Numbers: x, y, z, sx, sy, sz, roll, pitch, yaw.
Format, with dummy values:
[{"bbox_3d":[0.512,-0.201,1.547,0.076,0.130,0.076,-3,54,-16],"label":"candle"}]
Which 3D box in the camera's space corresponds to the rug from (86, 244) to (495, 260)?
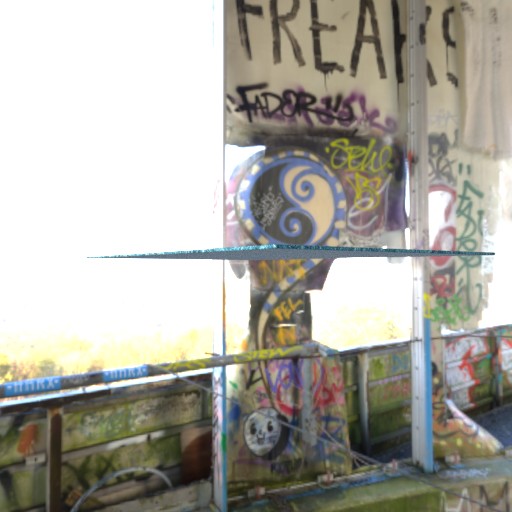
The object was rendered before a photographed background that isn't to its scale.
[{"bbox_3d":[0.000,0.000,2.834,1.490,0.015,2.277,1,-2,-36],"label":"rug"}]
